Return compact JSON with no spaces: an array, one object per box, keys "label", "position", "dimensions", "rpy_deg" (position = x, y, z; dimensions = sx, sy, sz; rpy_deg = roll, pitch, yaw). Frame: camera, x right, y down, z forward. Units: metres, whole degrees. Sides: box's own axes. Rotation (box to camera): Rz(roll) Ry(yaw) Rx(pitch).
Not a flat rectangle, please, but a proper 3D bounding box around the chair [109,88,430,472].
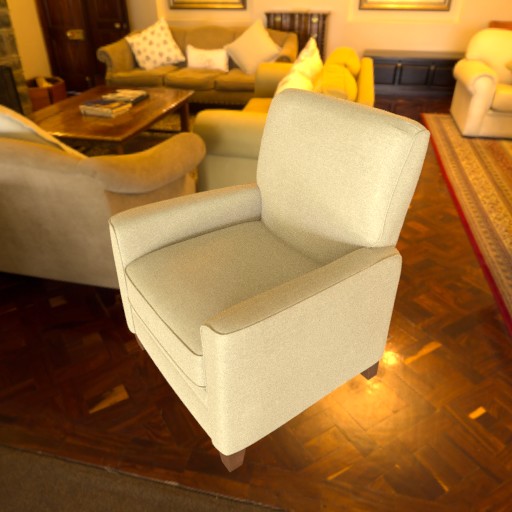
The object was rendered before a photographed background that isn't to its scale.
[{"label":"chair","position":[0.000,0.000,1.630],"dimensions":[0.858,1.023,0.841],"rpy_deg":[-21,38,-30]}]
